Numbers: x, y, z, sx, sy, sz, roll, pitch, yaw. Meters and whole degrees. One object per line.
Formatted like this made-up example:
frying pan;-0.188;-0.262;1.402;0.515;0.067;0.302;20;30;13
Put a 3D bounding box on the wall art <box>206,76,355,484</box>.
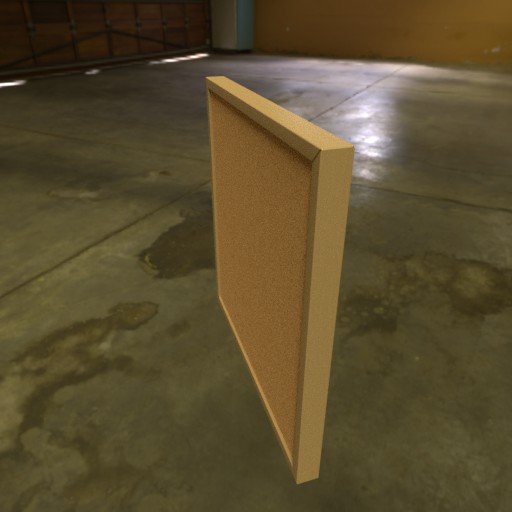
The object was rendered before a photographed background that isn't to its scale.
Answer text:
wall art;0.000;0.000;0.756;0.036;0.509;0.509;-9;31;-16
